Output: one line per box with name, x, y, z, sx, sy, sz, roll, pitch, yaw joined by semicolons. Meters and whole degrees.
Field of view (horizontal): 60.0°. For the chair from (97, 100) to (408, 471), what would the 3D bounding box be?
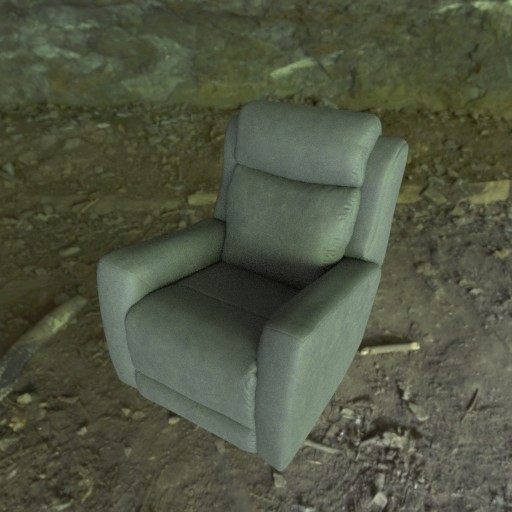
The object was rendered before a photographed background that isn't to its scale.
chair;0.000;0.000;1.926;0.967;1.116;1.068;18;35;28
